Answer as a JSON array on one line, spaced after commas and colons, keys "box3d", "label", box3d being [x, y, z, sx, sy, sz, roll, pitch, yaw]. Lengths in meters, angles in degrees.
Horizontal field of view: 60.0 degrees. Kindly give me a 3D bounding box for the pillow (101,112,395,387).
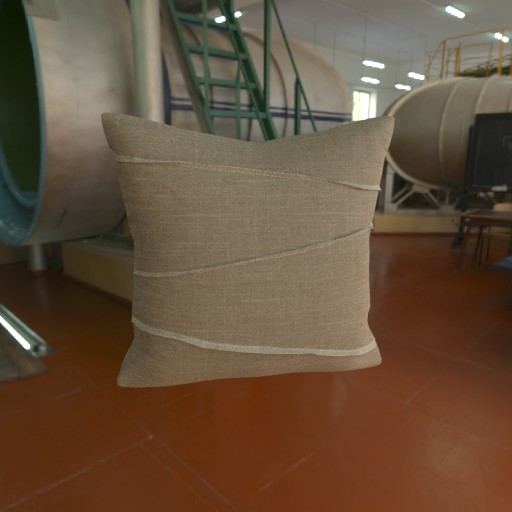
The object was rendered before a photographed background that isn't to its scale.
[{"box3d": [0.000, 0.000, 0.653, 0.424, 0.400, 0.169, -2, 14, -9], "label": "pillow"}]
